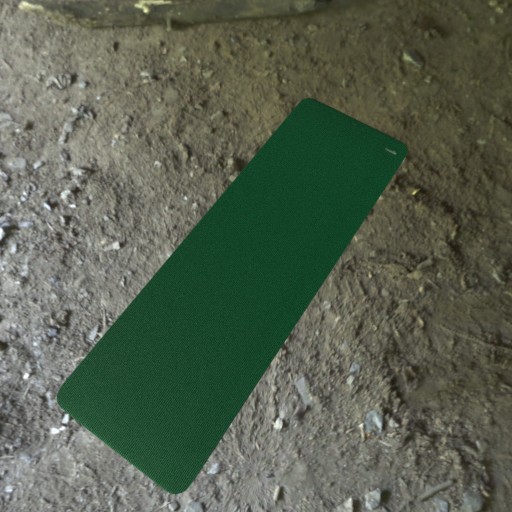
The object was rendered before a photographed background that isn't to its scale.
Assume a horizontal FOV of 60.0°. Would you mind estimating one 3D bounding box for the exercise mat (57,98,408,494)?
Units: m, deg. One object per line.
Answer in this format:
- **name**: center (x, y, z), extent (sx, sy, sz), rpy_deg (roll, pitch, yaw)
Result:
- **exercise mat**: center (0.000, 0.000, 1.939), extent (0.616, 0.021, 1.869), rpy_deg (31, 68, 14)
